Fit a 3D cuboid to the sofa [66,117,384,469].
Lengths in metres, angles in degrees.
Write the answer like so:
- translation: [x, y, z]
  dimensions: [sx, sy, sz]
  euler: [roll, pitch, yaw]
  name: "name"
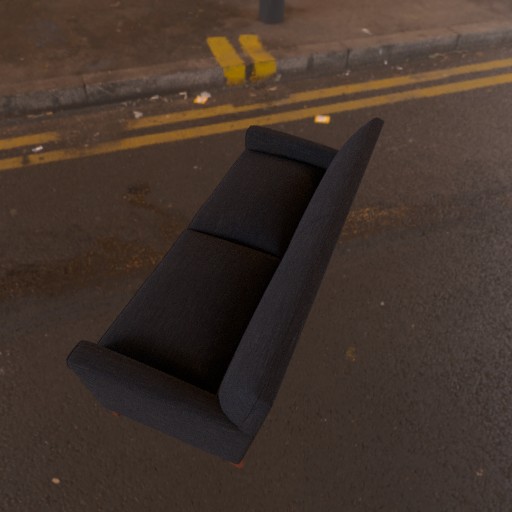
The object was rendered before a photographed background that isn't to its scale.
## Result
- translation: [0.000, 0.000, 2.412]
  dimensions: [0.875, 0.846, 1.976]
  euler: [16, 48, 15]
  name: "sofa"
